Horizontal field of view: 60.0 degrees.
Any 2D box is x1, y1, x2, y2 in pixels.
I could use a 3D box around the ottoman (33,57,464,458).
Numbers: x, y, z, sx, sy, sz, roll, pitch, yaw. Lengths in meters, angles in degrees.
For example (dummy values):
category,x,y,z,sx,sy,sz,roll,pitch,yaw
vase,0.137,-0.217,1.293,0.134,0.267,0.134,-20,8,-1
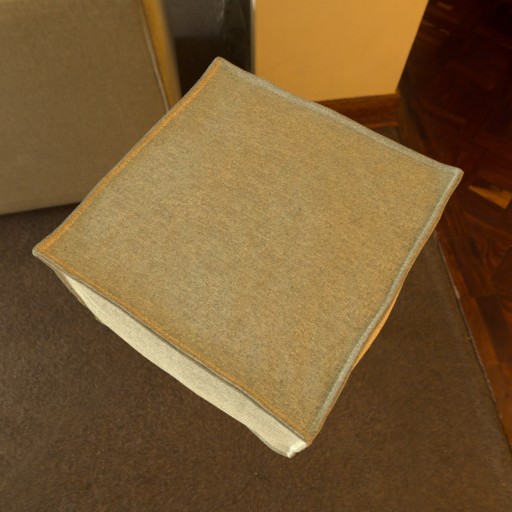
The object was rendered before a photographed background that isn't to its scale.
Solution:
category,x,y,z,sx,sy,sz,roll,pitch,yaw
ottoman,0.000,0.000,1.125,0.696,0.470,0.707,30,68,14
